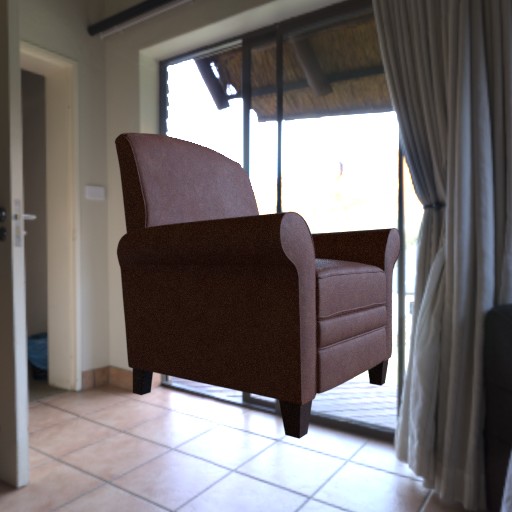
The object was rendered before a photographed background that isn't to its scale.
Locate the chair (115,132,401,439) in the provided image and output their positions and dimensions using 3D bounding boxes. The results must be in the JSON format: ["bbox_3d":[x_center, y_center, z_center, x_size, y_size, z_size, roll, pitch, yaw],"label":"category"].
[{"bbox_3d":[0.000,0.000,1.808,0.902,1.061,0.978,0,0,36],"label":"chair"}]
